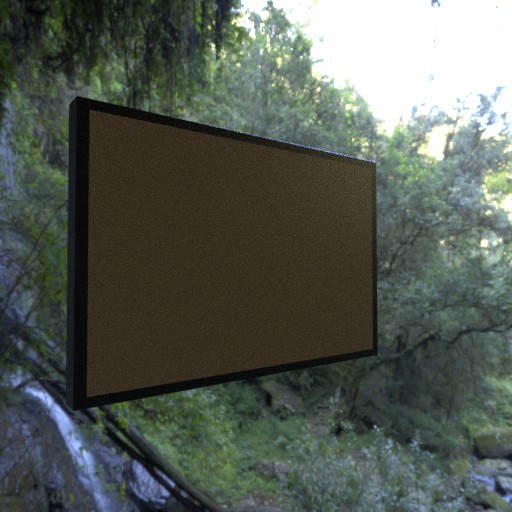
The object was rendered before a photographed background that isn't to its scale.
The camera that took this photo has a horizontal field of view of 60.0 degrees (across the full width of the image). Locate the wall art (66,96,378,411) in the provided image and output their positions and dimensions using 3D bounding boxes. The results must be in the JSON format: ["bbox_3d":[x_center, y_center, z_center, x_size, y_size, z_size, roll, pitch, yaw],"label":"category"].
[{"bbox_3d":[0.000,0.000,0.767,0.610,0.409,0.038,1,-2,-37],"label":"wall art"}]
